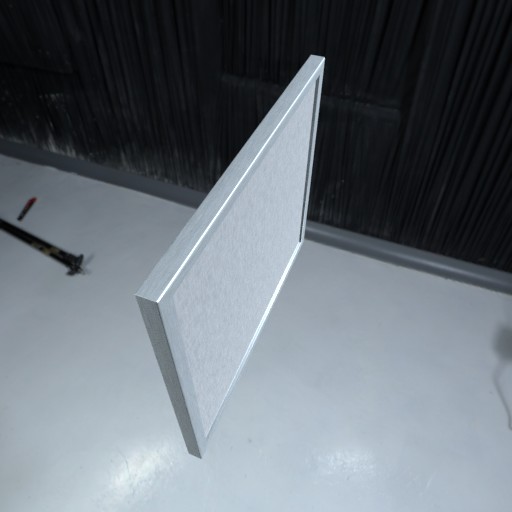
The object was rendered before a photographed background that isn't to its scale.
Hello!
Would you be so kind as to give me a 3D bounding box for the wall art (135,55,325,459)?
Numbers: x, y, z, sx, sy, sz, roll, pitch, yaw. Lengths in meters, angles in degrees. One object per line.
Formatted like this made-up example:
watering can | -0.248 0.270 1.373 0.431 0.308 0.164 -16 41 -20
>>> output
wall art | 0.000 0.000 0.761 0.028 0.457 0.556 17 51 15
